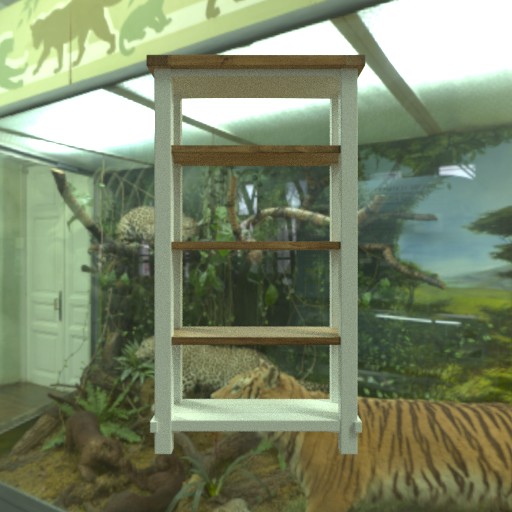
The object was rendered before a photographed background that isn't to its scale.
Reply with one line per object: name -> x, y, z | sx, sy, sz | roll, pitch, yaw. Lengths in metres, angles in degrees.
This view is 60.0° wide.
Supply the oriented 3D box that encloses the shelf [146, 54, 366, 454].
shelf -> 0.000, 0.000, 2.257 | 1.022, 1.878, 0.381 | 0, 0, 0
